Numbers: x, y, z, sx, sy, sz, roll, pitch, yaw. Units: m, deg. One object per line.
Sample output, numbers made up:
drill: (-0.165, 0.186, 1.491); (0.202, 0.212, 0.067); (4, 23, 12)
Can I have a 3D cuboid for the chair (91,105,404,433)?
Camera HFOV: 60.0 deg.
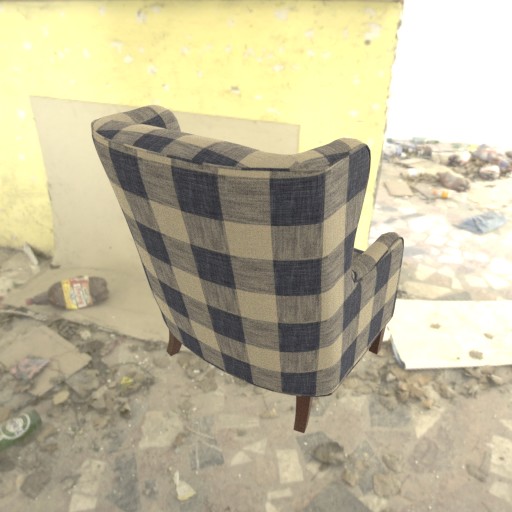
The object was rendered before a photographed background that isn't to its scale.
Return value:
chair: (0.000, 0.000, 1.640); (0.830, 1.041, 0.889); (20, 35, 32)
